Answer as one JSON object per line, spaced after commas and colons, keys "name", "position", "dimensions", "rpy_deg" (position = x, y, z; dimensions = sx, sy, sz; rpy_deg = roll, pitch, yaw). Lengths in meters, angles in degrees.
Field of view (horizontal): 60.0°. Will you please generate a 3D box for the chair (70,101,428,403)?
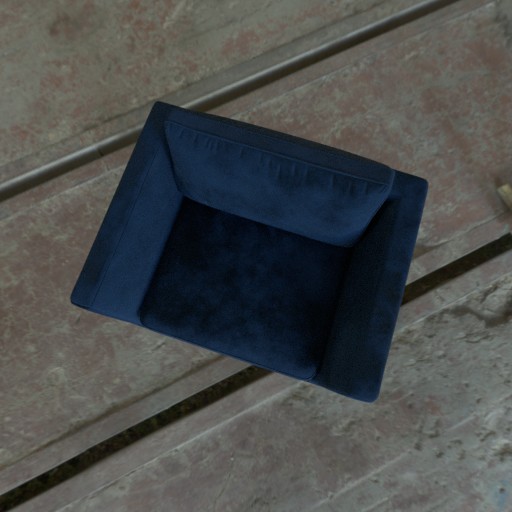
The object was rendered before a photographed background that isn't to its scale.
{"name": "chair", "position": [0.000, 0.000, 1.614], "dimensions": [0.977, 0.893, 0.746], "rpy_deg": [17, 76, 4]}
